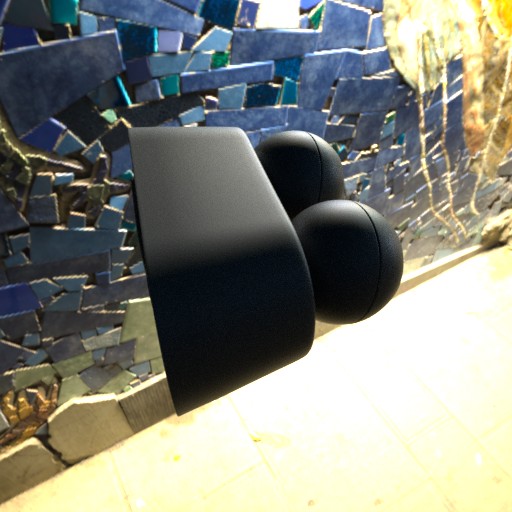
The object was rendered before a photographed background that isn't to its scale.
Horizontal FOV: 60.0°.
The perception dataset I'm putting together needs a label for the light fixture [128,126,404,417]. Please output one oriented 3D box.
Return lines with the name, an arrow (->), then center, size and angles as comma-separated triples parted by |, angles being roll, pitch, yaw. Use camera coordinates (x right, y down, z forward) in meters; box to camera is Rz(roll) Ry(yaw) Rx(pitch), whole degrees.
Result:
light fixture -> 0.000, 0.000, 0.337 | 0.159, 0.159, 0.229 | -11, 45, -11
